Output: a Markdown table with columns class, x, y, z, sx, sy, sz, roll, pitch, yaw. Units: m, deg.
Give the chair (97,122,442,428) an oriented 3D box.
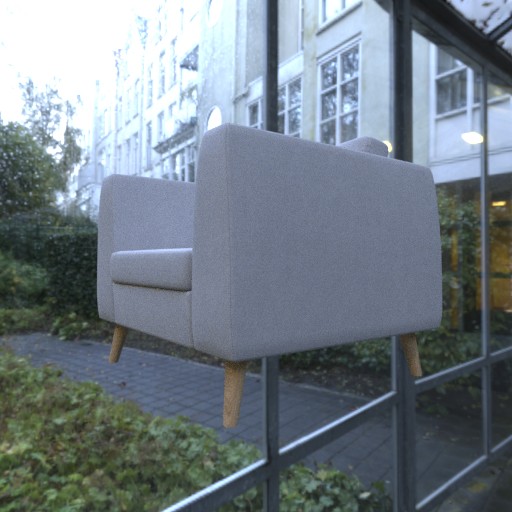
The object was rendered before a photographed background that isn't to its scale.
| class | x | y | z | sx | sy | sz | roll | pitch | yaw |
| --- | --- | --- | --- | --- | --- | --- | --- | --- | --- |
| chair | 0.000 | 0.000 | 1.698 | 0.930 | 0.860 | 1.000 | 0 | -1 | -37 |
